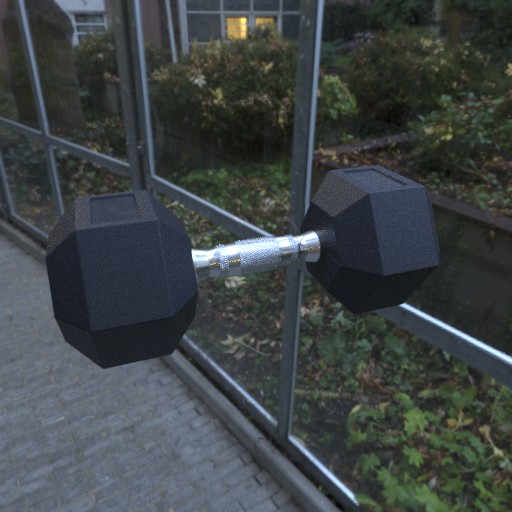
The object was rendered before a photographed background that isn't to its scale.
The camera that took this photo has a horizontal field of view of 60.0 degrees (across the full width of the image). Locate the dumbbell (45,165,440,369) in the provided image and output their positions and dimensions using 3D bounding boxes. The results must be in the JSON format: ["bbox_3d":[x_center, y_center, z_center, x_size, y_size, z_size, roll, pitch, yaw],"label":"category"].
[{"bbox_3d":[0.000,0.000,0.403,0.337,0.123,0.142,-9,28,-17],"label":"dumbbell"}]
